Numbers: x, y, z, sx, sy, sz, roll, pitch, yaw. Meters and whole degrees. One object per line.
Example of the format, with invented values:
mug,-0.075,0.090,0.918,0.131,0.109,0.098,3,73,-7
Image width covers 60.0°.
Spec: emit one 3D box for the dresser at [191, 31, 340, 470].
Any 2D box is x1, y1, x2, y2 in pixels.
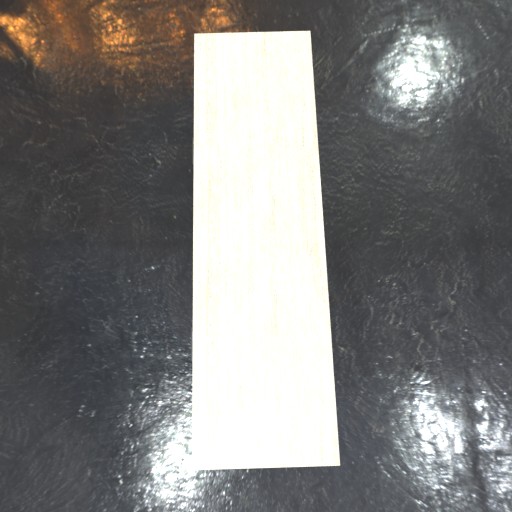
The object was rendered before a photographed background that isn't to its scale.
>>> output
dresser,0.000,0.000,1.943,0.457,0.914,1.524,-2,76,0
